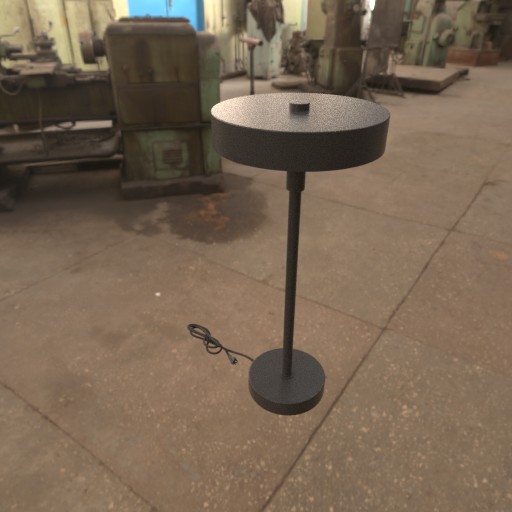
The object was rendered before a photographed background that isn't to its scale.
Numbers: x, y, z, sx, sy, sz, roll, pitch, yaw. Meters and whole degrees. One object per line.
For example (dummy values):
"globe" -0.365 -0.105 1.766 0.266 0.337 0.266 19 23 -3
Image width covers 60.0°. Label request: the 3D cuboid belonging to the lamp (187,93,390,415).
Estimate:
"lamp" 0.000 0.000 0.735 0.369 0.508 0.229 21 36 32
